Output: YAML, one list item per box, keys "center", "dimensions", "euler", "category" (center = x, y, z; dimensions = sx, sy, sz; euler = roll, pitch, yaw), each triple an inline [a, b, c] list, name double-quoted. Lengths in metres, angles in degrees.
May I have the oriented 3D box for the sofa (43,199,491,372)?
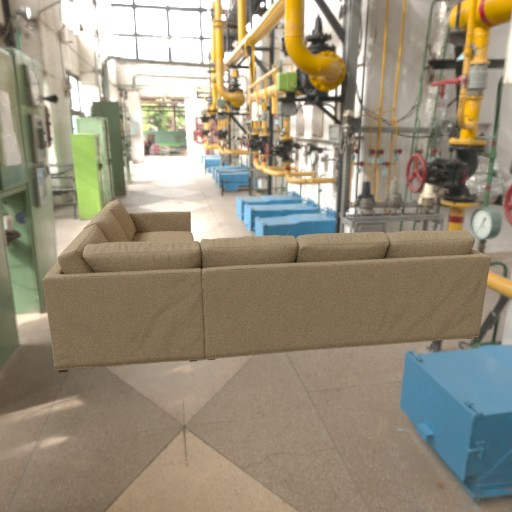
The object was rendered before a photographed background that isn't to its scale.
- center: [0.000, 0.000, 4.270]
  dimensions: [3.182, 0.871, 2.432]
  euler: [-3, 16, -9]
  category: "sofa"
